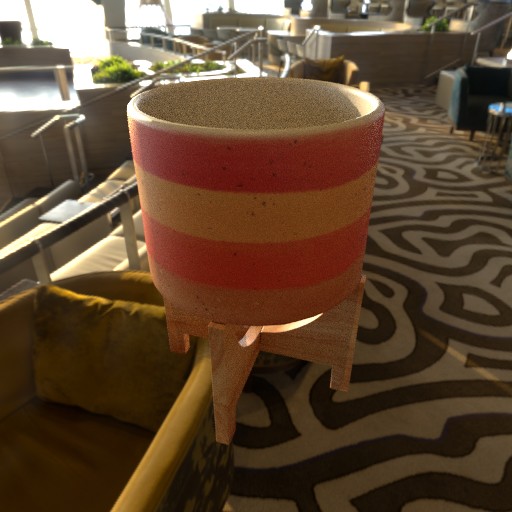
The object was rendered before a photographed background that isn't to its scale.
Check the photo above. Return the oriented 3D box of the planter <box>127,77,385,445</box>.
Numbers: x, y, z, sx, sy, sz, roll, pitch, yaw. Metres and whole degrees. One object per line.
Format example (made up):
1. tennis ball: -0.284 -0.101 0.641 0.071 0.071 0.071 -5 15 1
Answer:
1. planter: 0.000 0.000 0.550 0.269 0.379 0.269 0 31 0
